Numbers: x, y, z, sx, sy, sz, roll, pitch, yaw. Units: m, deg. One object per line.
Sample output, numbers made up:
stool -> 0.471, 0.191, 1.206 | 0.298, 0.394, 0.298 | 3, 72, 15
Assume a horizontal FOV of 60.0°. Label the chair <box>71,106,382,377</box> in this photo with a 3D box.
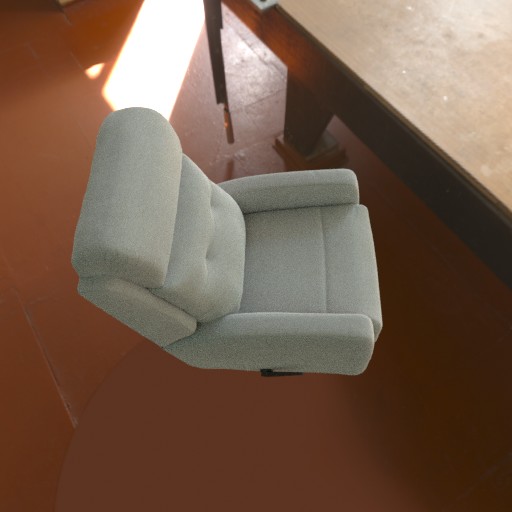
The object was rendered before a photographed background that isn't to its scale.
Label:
chair -> 0.000, 0.000, 1.721 | 1.043, 1.013, 0.798 | 1, 63, 1
